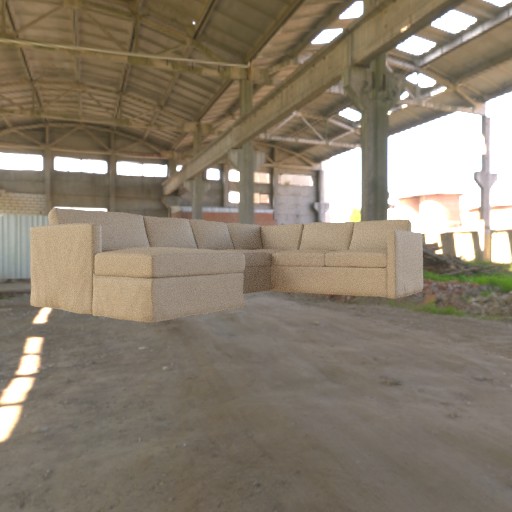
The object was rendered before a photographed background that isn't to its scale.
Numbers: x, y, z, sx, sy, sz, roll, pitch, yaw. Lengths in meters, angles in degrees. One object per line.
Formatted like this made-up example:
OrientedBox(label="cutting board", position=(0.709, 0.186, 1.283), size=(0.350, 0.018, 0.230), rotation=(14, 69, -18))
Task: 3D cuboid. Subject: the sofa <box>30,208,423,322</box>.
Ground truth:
OrientedBox(label="sofa", position=(0.000, 0.000, 4.606), size=(2.476, 0.878, 3.528), rotation=(0, 1, 36))
